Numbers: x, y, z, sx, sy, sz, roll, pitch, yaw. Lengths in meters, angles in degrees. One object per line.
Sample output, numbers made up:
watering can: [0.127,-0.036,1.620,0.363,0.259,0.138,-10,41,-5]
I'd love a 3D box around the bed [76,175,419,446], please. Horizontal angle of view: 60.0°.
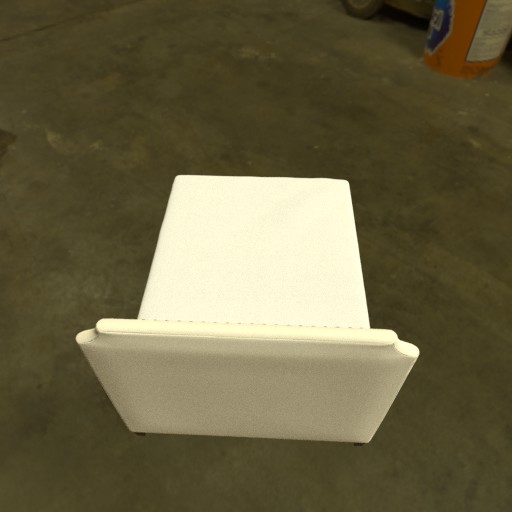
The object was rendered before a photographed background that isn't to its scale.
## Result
bed: [0.000,0.000,3.403,1.712,1.497,2.372,2,49,2]
